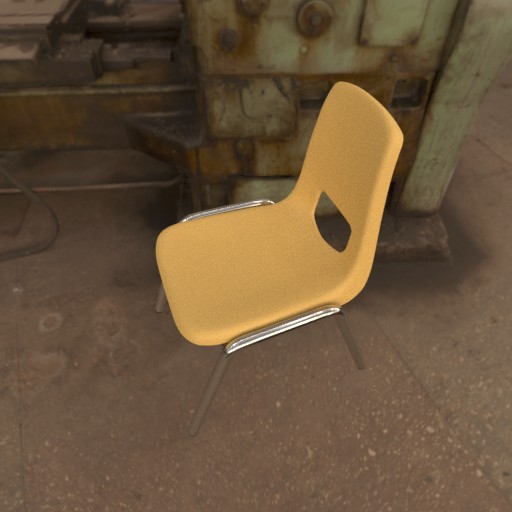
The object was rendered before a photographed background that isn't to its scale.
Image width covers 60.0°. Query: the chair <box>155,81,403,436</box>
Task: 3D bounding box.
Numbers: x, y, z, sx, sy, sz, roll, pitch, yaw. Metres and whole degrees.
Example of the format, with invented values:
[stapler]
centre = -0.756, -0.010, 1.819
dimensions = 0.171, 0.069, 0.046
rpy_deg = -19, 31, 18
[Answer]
[chair]
centre = 0.000, 0.000, 0.861
dimensions = 0.423, 0.586, 0.354
rpy_deg = -15, 48, -14
